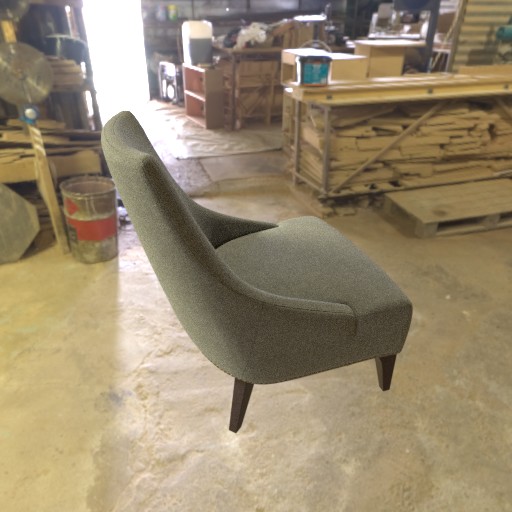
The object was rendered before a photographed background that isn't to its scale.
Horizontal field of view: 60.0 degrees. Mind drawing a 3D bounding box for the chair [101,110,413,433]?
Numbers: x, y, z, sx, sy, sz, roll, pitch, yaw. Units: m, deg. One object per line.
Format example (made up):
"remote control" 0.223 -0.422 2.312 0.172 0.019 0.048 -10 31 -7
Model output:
"chair" 0.000 0.000 1.500 0.861 0.909 0.701 -10 31 -17
